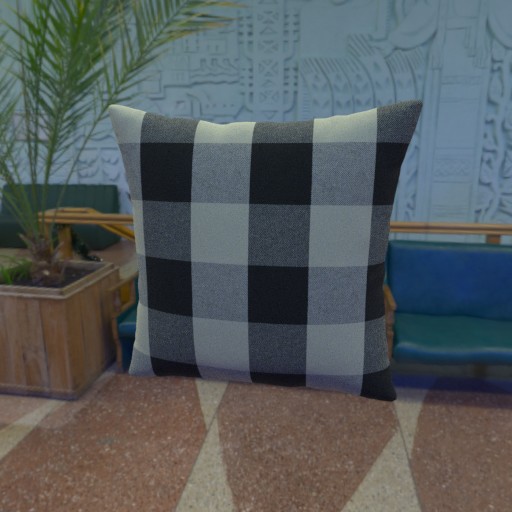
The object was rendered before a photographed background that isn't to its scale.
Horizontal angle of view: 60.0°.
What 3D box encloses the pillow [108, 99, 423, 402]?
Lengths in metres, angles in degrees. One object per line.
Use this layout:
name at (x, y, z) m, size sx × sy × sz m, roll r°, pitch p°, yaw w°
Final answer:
pillow at (0.000, 0.000, 0.772) m, size 0.511 × 0.509 × 0.161 m, roll 3°, pitch 14°, yaw 10°
